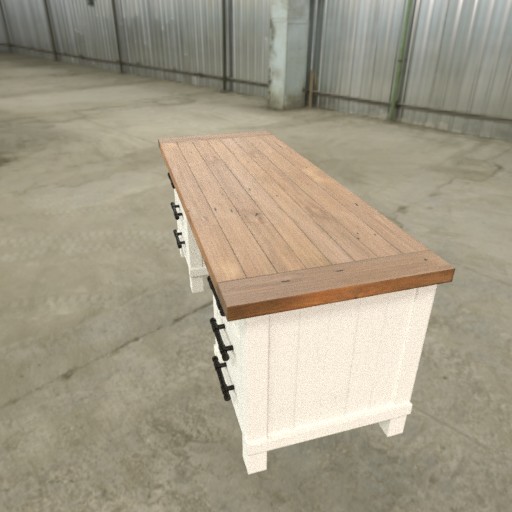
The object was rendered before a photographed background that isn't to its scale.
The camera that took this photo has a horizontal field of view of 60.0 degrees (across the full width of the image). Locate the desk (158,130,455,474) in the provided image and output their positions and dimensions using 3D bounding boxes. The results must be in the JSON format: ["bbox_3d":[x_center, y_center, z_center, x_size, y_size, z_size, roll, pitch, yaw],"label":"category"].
[{"bbox_3d":[0.000,0.000,2.158,0.688,0.760,1.803,-8,30,-14],"label":"desk"}]
